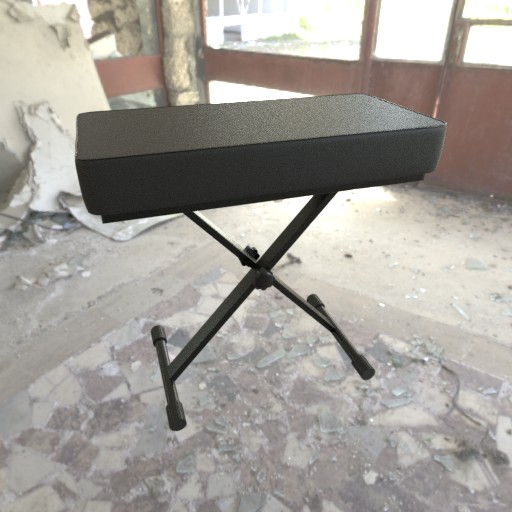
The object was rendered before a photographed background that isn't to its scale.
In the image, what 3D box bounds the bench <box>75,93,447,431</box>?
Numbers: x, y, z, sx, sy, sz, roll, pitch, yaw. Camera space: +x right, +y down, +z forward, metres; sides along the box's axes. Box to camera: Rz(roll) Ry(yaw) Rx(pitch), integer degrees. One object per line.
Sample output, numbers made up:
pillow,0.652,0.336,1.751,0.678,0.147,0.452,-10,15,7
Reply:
bench,0.000,0.000,0.920,0.600,0.561,0.300,-10,32,-16
